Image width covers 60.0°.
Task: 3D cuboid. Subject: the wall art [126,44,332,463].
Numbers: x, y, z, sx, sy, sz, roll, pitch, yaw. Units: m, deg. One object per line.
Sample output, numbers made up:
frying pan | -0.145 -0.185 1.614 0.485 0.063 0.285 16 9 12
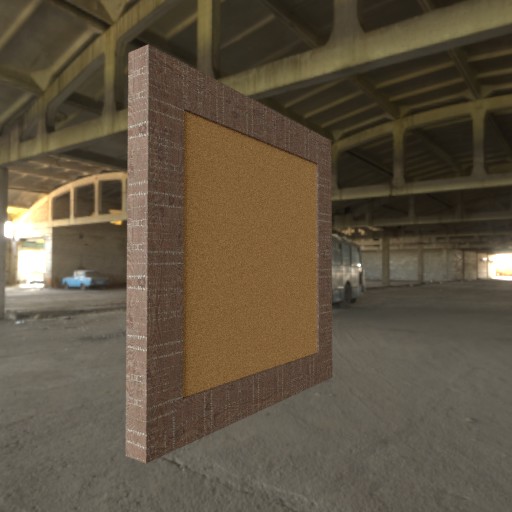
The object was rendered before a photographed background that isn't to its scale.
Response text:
wall art | 0.000 0.000 0.788 0.040 0.531 0.531 -1 -2 35
